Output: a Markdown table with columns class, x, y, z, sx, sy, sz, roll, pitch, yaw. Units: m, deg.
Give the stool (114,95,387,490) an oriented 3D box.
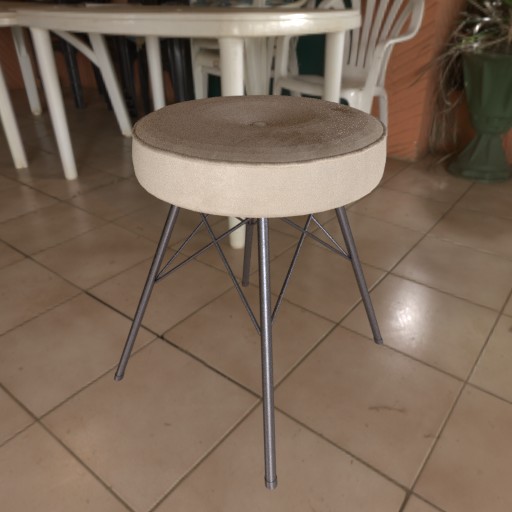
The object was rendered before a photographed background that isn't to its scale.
| class | x | y | z | sx | sy | sz | roll | pitch | yaw |
| --- | --- | --- | --- | --- | --- | --- | --- | --- | --- |
| stool | 0.000 | 0.000 | 0.853 | 0.423 | 0.538 | 0.457 | 21 | 36 | 31 |
